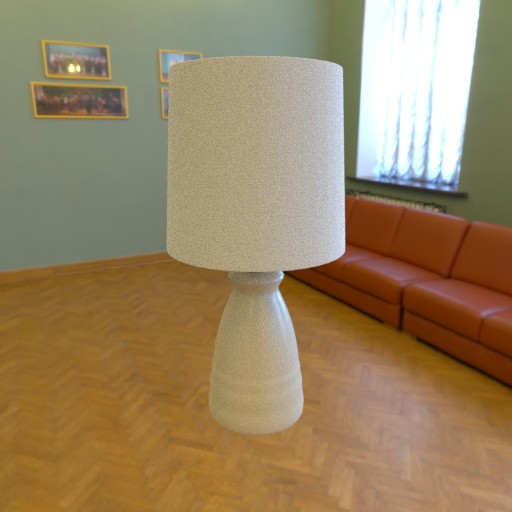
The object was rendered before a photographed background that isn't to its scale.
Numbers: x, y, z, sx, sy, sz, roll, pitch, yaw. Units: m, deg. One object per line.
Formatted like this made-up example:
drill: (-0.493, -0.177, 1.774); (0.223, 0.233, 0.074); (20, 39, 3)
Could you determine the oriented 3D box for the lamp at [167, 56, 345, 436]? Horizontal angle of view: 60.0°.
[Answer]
lamp: (0.000, 0.000, 0.474); (0.186, 0.369, 0.186); (0, 15, 0)
